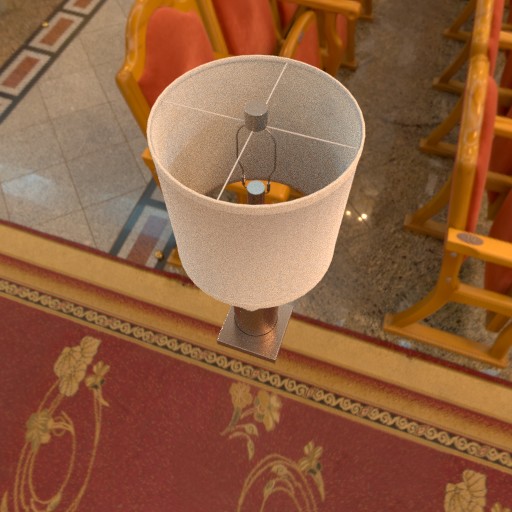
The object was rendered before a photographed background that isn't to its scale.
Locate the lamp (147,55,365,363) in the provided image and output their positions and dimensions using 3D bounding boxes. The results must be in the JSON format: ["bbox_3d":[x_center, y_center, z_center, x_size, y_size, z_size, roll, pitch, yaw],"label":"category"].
[{"bbox_3d":[0.000,0.000,0.616,0.202,0.509,0.202,17,60,10],"label":"lamp"}]
